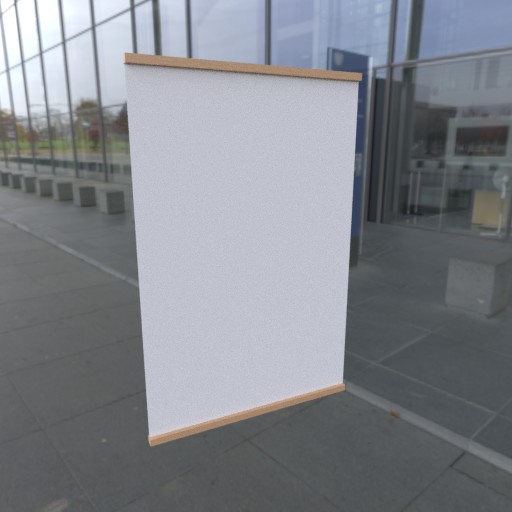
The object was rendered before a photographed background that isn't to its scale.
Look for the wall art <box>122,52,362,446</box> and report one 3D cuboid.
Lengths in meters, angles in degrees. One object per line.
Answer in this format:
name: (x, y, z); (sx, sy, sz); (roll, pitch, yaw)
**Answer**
wall art: (0.000, 0.000, 0.762); (0.401, 0.611, 0.016); (-7, 16, -25)
